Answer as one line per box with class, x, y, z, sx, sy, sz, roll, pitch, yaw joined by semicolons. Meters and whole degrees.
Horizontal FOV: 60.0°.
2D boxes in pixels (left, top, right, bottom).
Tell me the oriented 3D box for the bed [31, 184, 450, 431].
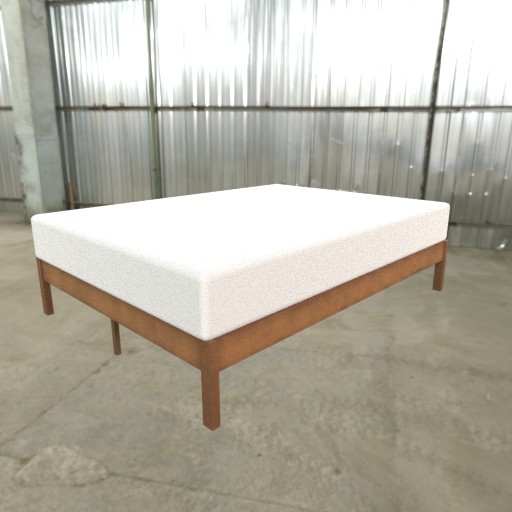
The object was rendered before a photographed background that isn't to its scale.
bed;0.000;0.000;2.722;1.529;0.593;2.050;15;22;42
